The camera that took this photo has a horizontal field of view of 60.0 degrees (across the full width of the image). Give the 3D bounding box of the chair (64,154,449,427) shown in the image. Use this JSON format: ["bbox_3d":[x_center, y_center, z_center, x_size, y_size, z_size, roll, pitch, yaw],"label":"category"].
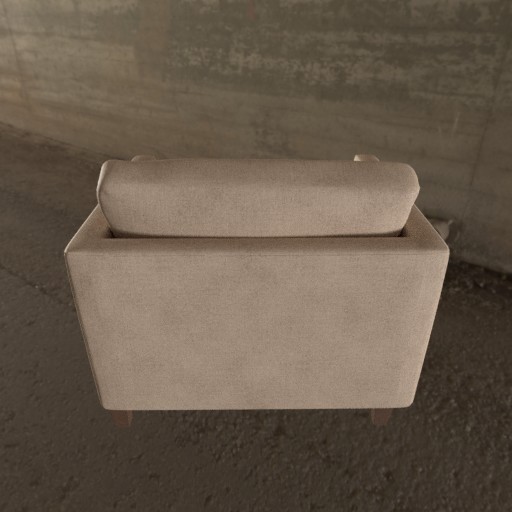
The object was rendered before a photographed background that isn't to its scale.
[{"bbox_3d":[0.000,0.000,1.790,1.133,0.961,0.959,0,30,0],"label":"chair"}]
